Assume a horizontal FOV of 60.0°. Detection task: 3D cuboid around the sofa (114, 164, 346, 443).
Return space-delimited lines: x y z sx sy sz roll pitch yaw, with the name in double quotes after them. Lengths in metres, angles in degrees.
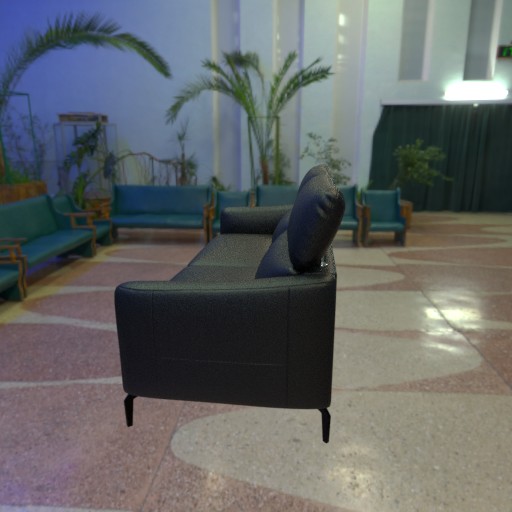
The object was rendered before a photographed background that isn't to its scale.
0.000 0.000 2.542 0.856 0.957 2.069 2 15 7 "sofa"
